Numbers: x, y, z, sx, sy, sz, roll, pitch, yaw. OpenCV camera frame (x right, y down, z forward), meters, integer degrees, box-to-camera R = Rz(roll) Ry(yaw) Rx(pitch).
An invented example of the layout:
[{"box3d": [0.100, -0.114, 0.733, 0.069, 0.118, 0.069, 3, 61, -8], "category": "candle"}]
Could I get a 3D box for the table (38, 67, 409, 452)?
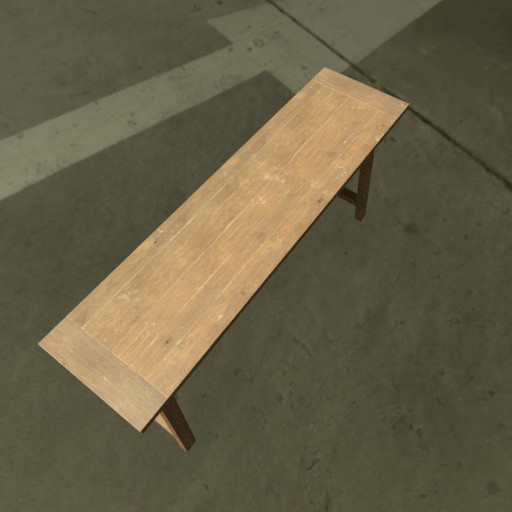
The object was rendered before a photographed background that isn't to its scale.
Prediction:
[{"box3d": [0.000, 0.000, 2.115, 0.465, 0.810, 1.800, 32, 64, 18], "category": "table"}]
